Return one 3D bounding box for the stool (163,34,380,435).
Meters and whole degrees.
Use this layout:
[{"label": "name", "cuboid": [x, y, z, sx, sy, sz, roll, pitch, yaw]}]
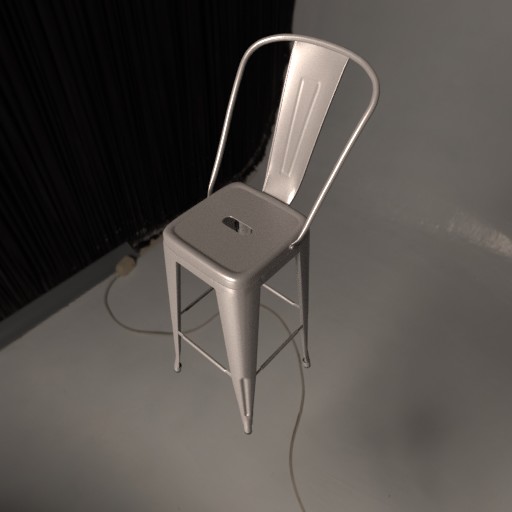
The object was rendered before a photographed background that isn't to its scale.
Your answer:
[{"label": "stool", "cuboid": [0.000, 0.000, 1.323, 0.399, 1.096, 0.513, 32, 54, 27]}]
